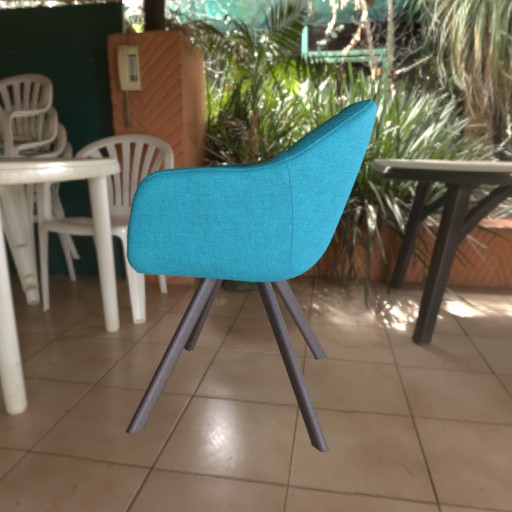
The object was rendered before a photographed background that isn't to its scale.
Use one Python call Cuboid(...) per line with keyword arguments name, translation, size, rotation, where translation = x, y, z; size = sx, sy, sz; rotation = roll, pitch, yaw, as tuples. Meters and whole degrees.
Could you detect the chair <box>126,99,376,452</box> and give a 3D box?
Cuboid(name="chair", translation=(0.000, 0.000, 1.164), size=(0.565, 0.775, 0.545), rotation=(2, 14, 8))
